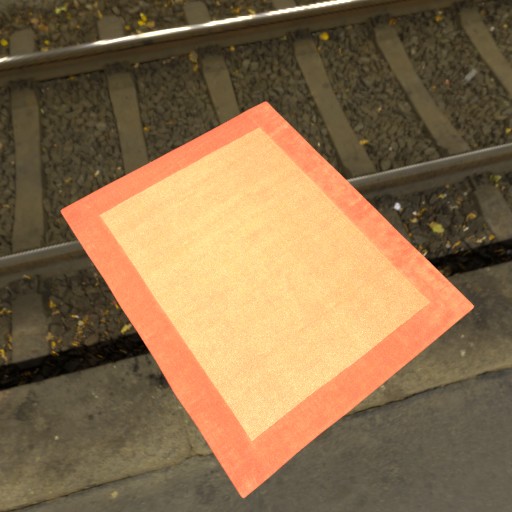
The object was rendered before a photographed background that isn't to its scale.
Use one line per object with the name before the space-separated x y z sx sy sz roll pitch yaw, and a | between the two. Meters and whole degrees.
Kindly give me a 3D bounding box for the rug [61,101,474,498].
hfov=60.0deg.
rug | 0.000 0.000 3.973 2.430 0.018 2.976 -33 67 -16
